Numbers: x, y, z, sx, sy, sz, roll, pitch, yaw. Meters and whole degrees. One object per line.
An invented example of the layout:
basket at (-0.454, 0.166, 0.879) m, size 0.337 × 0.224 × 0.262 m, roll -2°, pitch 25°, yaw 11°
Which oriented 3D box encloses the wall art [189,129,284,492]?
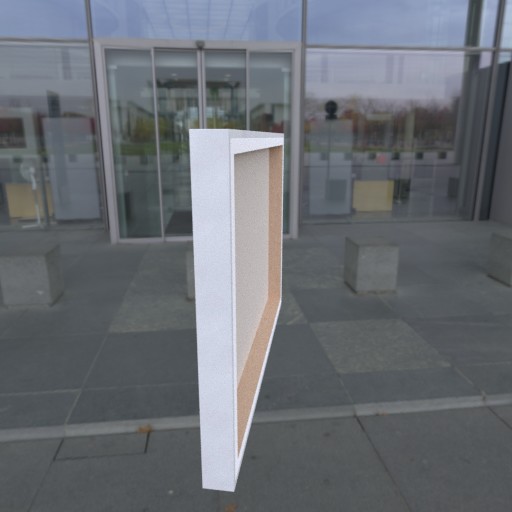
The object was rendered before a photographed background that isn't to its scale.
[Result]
wall art at (0.000, 0.000, 0.758) m, size 0.038 × 0.407 × 0.609 m, roll 2°, pitch 15°, yaw 8°
